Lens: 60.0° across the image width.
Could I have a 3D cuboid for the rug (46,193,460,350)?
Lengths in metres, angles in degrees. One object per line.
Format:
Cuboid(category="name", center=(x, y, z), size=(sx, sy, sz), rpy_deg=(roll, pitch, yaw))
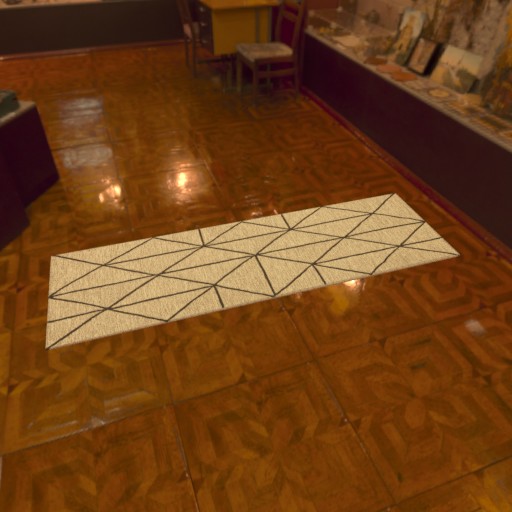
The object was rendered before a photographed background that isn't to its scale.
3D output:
Cuboid(category="rug", center=(0.000, 0.000, 2.767), size=(2.438, 0.012, 0.762), rpy_deg=(-11, 41, -13))
